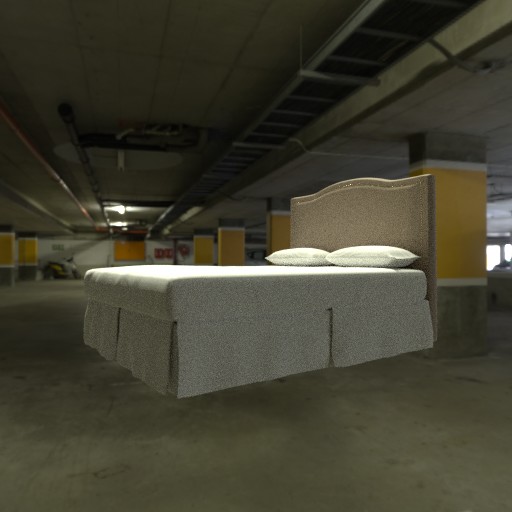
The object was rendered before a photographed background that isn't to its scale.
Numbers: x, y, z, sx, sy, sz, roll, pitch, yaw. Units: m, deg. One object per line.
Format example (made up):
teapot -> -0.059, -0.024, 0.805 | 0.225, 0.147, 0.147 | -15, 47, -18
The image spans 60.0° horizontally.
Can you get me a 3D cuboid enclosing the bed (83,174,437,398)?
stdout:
bed -> 0.000, 0.000, 3.530 | 2.282, 1.436, 1.821 | 0, -1, -35
